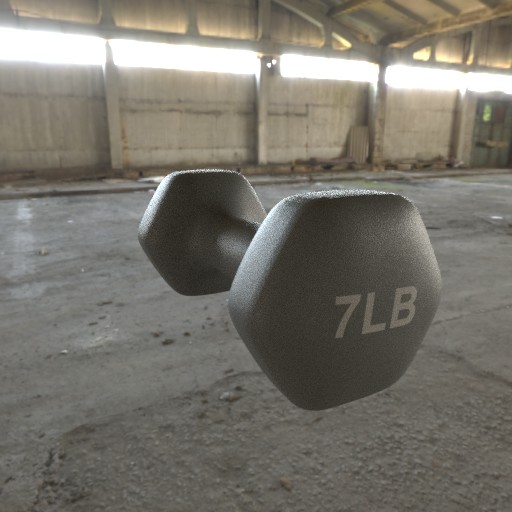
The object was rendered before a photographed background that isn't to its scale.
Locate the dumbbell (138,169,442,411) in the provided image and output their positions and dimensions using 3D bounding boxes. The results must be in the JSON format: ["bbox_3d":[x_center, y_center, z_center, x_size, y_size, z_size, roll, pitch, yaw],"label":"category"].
[{"bbox_3d":[0.000,0.000,0.232,0.090,0.081,0.184,-7,16,-26],"label":"dumbbell"}]
